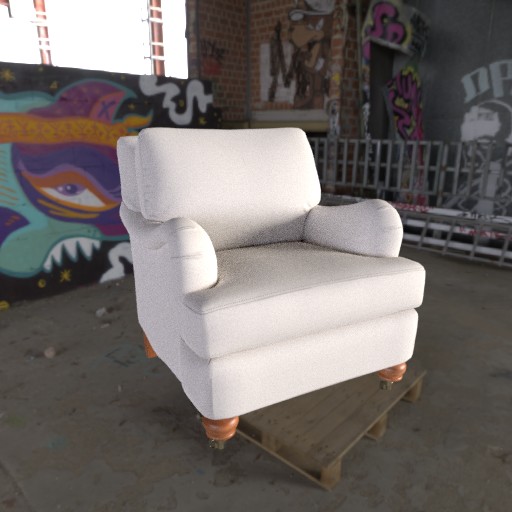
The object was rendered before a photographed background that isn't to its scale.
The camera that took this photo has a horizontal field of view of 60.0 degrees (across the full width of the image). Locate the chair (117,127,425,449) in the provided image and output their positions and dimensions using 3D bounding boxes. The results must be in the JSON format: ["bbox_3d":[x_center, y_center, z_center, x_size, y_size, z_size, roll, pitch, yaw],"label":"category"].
[{"bbox_3d":[0.000,0.000,1.867,0.955,1.038,1.070,-8,18,-26],"label":"chair"}]
